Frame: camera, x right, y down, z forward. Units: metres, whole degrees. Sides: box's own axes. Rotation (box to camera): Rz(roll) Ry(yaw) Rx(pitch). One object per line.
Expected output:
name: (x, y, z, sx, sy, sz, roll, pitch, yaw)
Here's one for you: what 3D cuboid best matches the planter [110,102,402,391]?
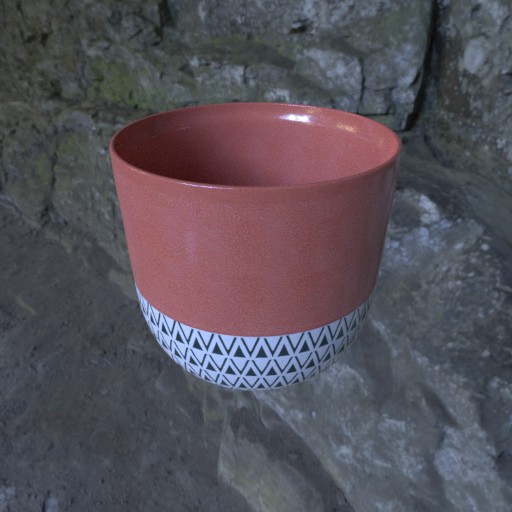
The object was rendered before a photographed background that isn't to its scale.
planter: (0.000, 0.000, 0.486, 0.266, 0.270, 0.266, 0, 31, 0)
